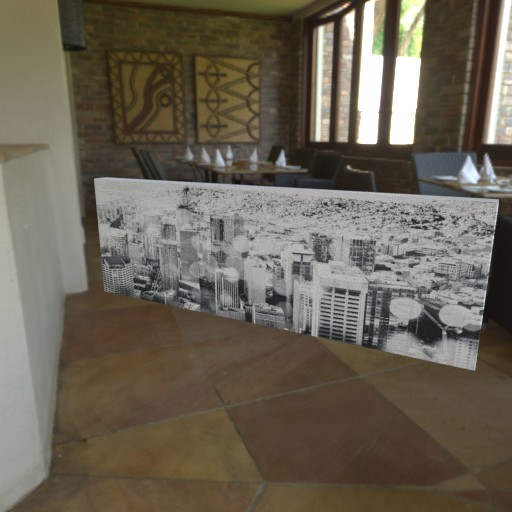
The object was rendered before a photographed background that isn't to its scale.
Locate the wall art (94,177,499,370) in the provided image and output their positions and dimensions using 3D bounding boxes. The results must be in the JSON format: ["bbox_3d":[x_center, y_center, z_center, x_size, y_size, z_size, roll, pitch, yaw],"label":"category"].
[{"bbox_3d":[0.000,0.000,0.822,0.763,0.255,0.038,8,17,27],"label":"wall art"}]
